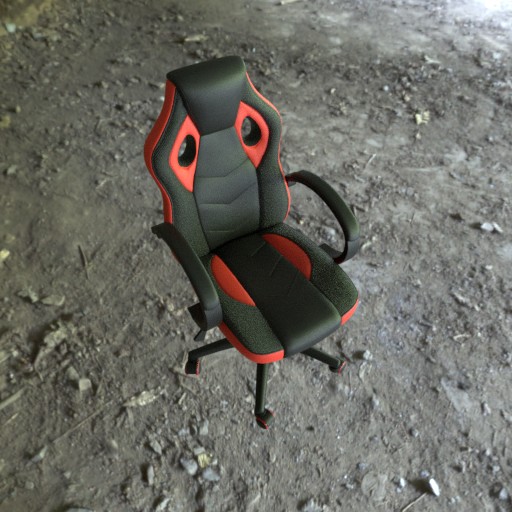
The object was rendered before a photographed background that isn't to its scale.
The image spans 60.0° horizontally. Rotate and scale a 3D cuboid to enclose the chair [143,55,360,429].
[{"bbox_3d":[0.000,0.000,1.397,0.600,1.016,0.642,-24,51,-21],"label":"chair"}]
